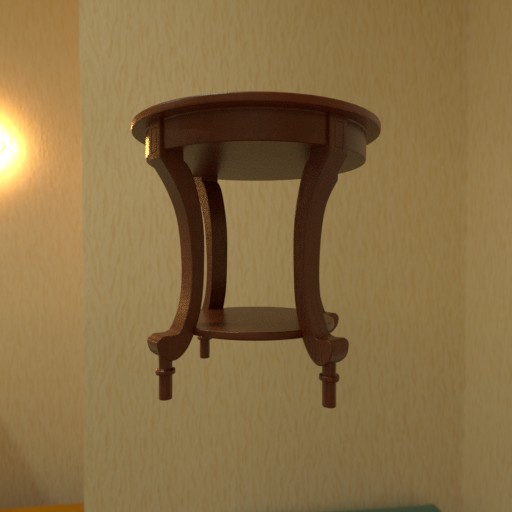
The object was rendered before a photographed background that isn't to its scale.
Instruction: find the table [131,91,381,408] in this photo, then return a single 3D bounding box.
[{"bbox_3d":[0.000,0.000,1.107,0.597,0.612,0.597,0,1,0],"label":"table"}]
